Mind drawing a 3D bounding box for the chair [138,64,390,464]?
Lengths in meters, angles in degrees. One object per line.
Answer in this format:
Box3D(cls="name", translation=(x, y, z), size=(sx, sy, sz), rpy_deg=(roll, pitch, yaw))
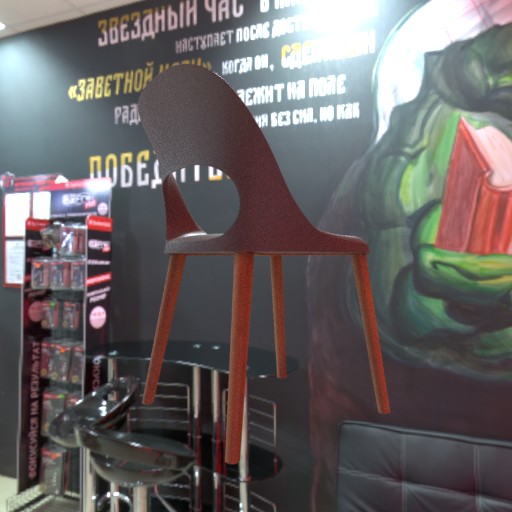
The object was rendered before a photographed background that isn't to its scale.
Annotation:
Box3D(cls="chair", translation=(0.000, 0.000, 1.144), size=(0.556, 0.795, 0.470), rpy_deg=(0, -1, -36))
